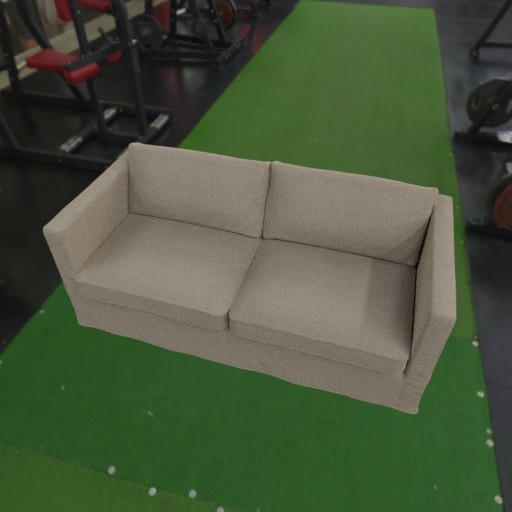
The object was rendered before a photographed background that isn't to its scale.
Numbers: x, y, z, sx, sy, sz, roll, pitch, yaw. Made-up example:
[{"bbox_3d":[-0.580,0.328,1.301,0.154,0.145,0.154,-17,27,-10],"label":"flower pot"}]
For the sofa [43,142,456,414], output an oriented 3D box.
[{"bbox_3d":[0.000,0.000,2.480,1.987,0.847,0.956,12,43,13],"label":"sofa"}]
